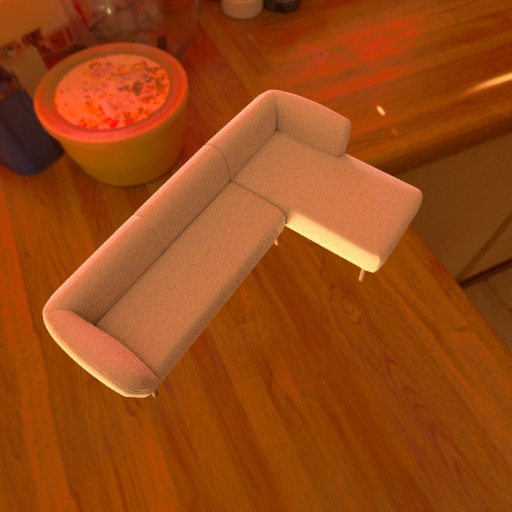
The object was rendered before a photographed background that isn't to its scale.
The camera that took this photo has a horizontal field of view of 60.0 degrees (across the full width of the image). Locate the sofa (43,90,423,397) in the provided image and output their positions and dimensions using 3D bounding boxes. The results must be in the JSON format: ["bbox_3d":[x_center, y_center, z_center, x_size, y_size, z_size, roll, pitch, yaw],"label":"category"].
[{"bbox_3d":[0.000,0.000,3.285,1.610,0.730,2.660,31,64,17],"label":"sofa"}]
